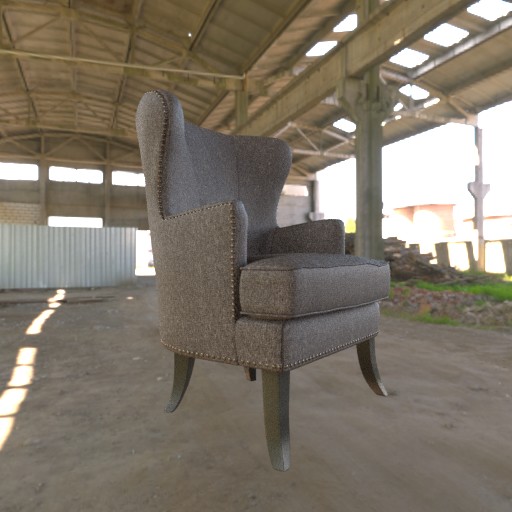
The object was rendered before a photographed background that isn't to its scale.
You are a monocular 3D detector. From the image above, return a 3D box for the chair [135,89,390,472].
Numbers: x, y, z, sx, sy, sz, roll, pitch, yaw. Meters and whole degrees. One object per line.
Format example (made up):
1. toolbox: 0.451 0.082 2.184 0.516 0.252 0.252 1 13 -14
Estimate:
1. chair: 0.000 0.000 1.590 0.758 1.060 0.759 0 -1 35
